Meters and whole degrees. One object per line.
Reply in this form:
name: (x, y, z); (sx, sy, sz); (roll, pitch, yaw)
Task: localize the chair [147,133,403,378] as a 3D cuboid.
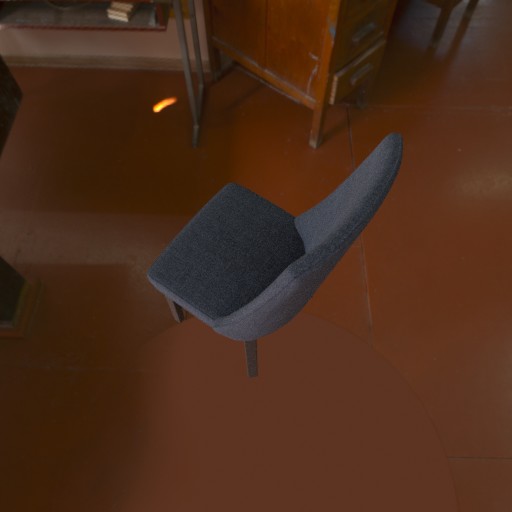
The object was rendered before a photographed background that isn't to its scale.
chair: (0.000, 0.000, 1.383); (0.577, 1.050, 0.510); (32, 67, 16)
